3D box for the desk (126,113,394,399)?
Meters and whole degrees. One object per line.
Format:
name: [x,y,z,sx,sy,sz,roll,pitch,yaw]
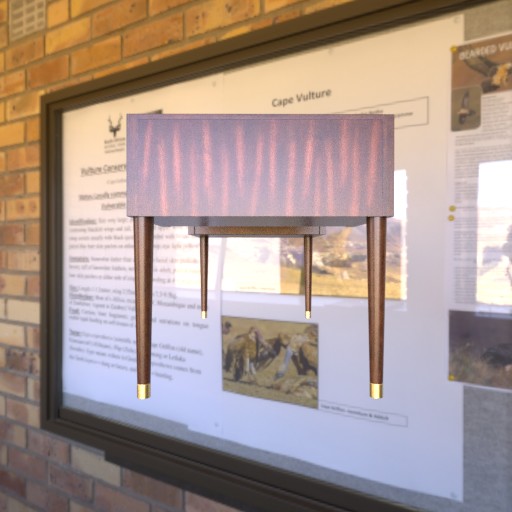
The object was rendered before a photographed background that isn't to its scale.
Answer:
desk: [0.000,0.000,1.964,0.724,0.762,1.575,0,0,0]
